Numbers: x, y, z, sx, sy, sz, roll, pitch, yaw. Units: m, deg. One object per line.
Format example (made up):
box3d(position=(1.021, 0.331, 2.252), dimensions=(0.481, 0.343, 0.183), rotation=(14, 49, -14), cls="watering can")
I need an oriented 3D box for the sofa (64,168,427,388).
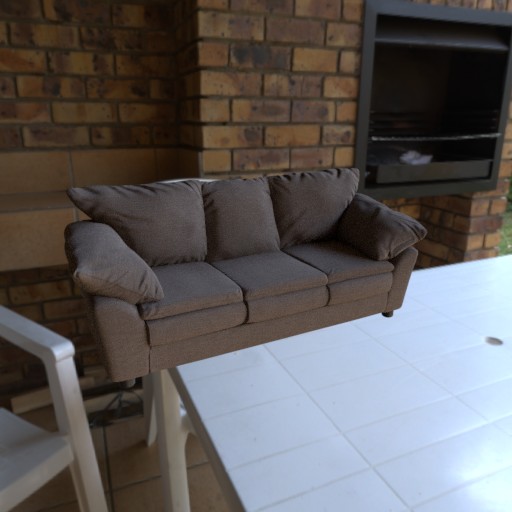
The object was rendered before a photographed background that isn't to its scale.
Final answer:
box3d(position=(0.000, 0.000, 3.016), dimensions=(2.390, 1.043, 0.927), rotation=(-9, 19, -27), cls="sofa")
